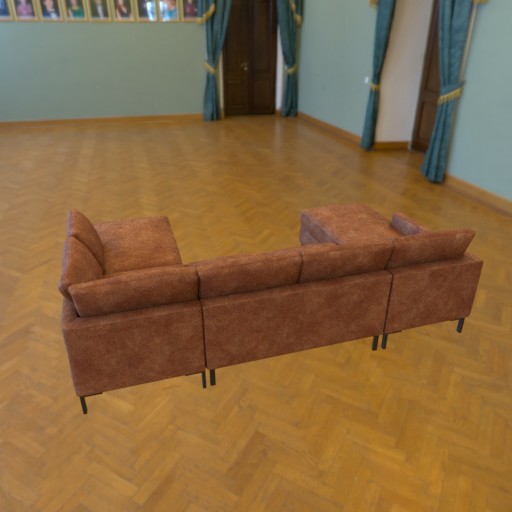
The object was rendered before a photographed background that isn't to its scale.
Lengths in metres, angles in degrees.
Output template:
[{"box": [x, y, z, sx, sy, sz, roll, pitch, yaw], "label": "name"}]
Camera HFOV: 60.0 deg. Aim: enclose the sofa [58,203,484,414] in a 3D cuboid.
[{"box": [0.000, 0.000, 3.788, 2.956, 0.900, 1.939, -8, 28, -15], "label": "sofa"}]
